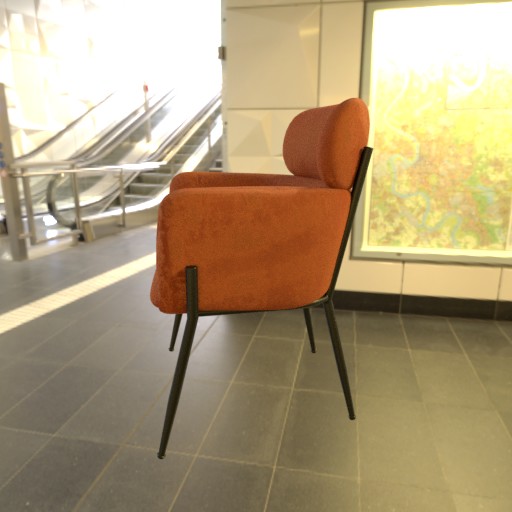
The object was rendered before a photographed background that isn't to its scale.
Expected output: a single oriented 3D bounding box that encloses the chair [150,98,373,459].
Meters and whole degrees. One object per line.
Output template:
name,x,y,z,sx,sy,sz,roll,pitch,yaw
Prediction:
chair,0.000,0.000,1.167,0.523,0.772,0.561,-2,15,-8
